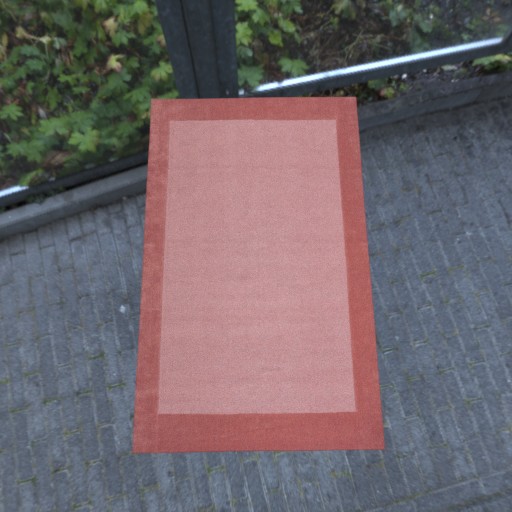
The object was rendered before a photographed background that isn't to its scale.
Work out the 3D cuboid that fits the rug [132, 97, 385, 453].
[{"bbox_3d":[0.000,0.000,2.984,1.524,0.014,2.438,-1,75,0],"label":"rug"}]
